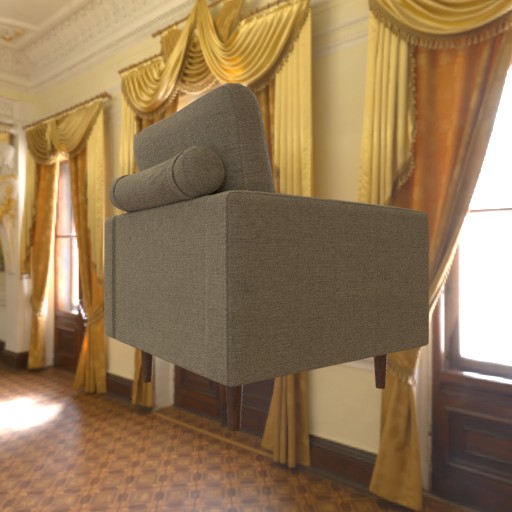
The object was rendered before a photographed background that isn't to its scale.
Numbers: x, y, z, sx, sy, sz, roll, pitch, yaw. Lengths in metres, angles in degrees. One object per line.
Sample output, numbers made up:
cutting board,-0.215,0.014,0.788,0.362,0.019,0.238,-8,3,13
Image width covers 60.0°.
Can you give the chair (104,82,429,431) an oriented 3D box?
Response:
chair,0.000,0.000,1.505,0.843,0.880,0.821,0,0,-37
